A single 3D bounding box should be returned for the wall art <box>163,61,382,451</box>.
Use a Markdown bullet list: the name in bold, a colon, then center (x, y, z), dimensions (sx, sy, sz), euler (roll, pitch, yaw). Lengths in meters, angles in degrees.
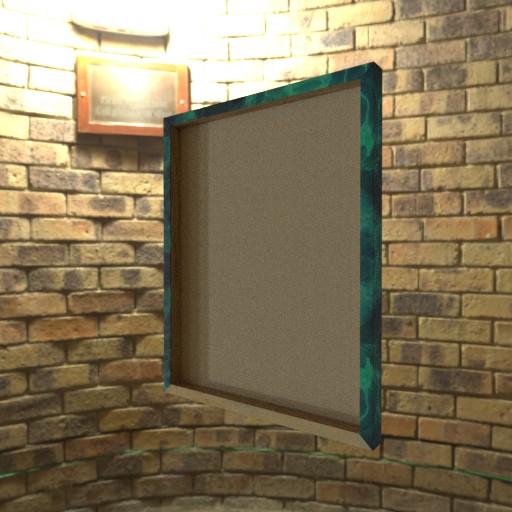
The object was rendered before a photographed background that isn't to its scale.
- **wall art**: center (0.000, 0.000, 0.890), dimensions (0.508, 0.635, 0.038), euler (0, 1, 37)
